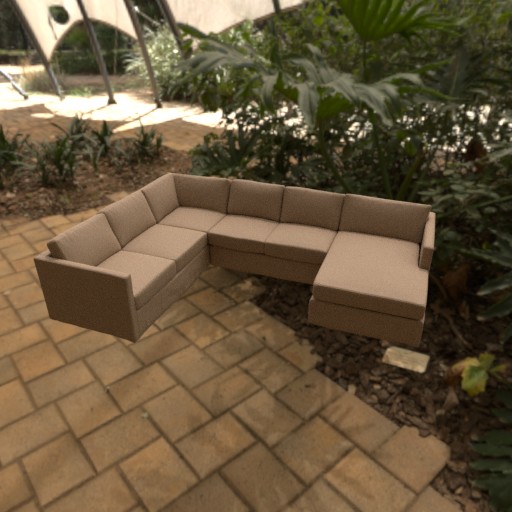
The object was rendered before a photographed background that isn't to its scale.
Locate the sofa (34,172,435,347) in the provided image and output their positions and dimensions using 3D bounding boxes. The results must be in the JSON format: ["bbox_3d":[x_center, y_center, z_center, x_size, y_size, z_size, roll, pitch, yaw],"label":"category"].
[{"bbox_3d":[0.000,0.000,4.619,3.460,0.882,2.427,10,30,18],"label":"sofa"}]
